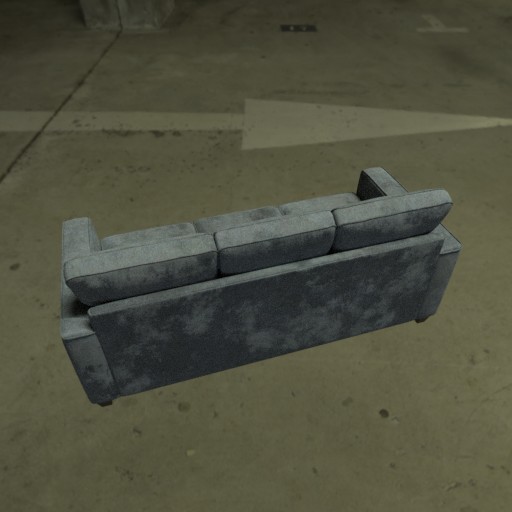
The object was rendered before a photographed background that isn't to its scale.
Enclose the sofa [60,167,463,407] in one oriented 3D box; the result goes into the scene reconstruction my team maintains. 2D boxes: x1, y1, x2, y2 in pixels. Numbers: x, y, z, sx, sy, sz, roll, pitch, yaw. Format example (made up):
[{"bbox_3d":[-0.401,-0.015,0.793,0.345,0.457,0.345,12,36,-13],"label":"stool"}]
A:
[{"bbox_3d":[0.000,0.000,2.638,2.133,0.965,0.939,-12,43,-13],"label":"sofa"}]
